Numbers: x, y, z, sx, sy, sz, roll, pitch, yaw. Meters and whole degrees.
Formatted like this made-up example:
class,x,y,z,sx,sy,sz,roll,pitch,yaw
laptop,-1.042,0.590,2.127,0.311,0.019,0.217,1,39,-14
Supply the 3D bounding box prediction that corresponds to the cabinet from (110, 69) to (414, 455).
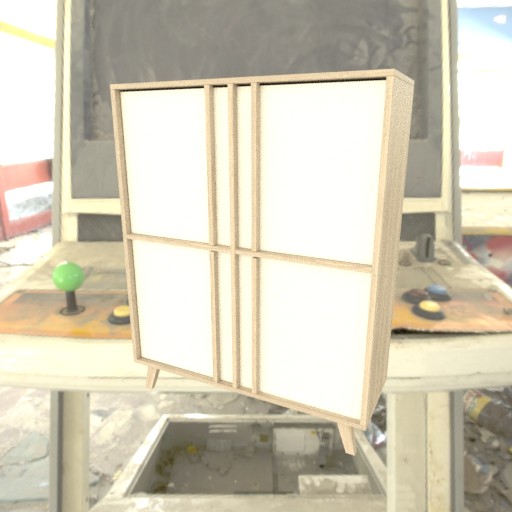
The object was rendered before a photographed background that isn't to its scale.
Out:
class,x,y,z,sx,sy,sz,roll,pitch,yaw
cabinet,0.000,0.000,1.898,1.111,1.388,0.398,8,18,26
